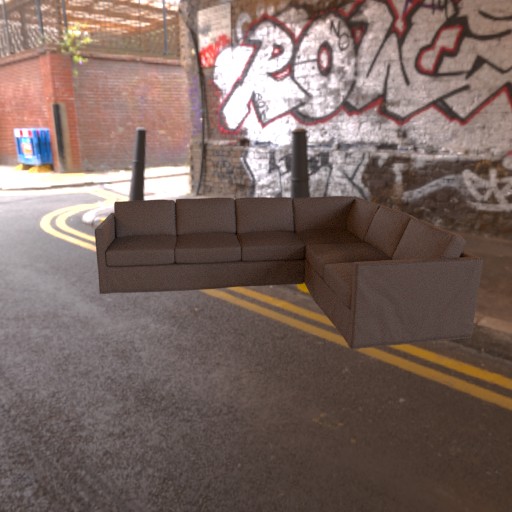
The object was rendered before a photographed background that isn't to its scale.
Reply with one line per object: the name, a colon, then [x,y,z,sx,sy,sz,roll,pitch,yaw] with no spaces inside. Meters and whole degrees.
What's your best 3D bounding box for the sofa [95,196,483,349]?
sofa: [0.000,0.000,4.382,3.182,0.871,2.432,-2,16,-7]
